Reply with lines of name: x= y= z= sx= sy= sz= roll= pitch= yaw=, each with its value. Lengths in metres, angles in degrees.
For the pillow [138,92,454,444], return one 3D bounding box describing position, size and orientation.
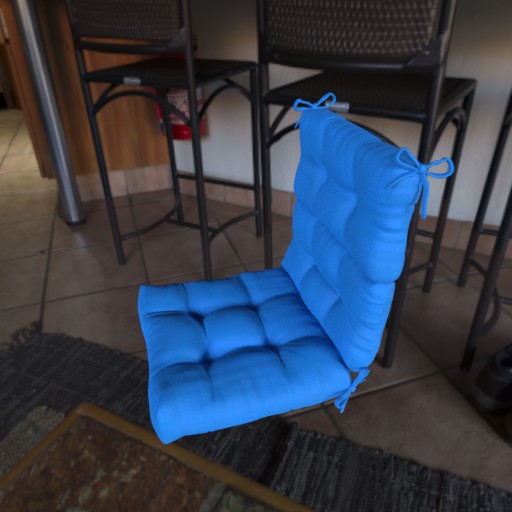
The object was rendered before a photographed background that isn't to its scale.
pillow: x=0.000 y=0.000 z=1.023 sx=0.571 sy=0.605 sz=0.519 roll=-9 pitch=33 yaw=-14
